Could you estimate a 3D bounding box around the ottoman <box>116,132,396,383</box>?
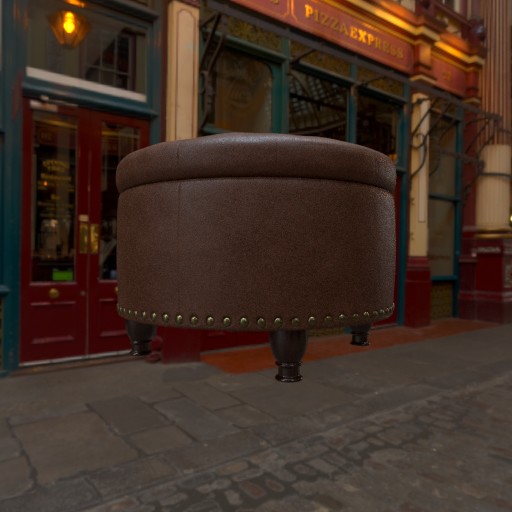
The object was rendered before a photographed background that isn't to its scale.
[{"bbox_3d":[0.000,0.000,1.056,0.637,0.442,0.637,0,0,0],"label":"ottoman"}]
